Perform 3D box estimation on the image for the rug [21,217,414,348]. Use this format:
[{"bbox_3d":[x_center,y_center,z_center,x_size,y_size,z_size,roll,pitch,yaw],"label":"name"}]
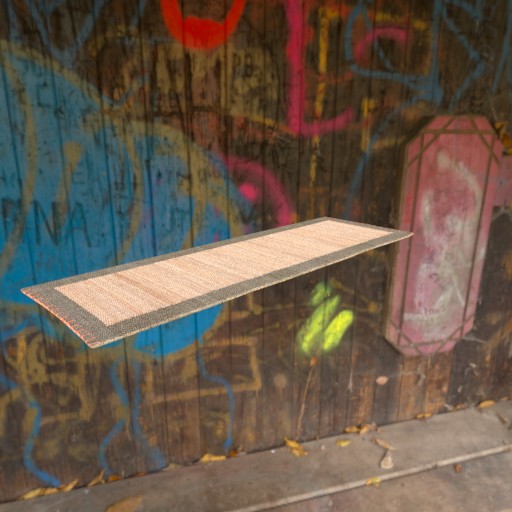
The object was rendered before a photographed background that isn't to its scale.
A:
[{"bbox_3d":[0.000,0.000,2.667,2.413,0.016,0.810,-16,23,-42],"label":"rug"}]
